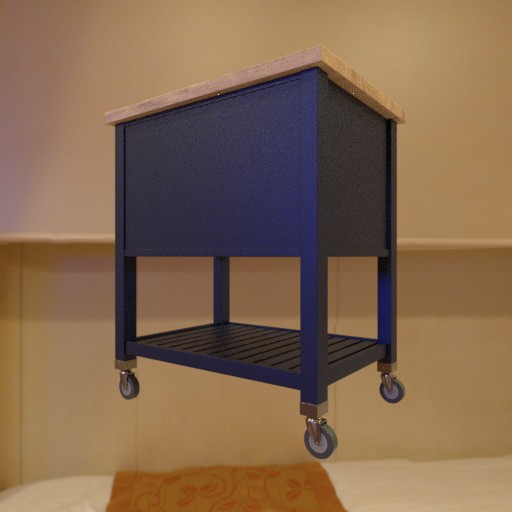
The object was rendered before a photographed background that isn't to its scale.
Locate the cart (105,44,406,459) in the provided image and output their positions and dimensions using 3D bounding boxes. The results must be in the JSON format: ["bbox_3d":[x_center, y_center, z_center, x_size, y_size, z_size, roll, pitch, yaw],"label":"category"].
[{"bbox_3d":[0.000,0.000,1.421,0.797,0.920,0.567,0,0,37],"label":"cart"}]
